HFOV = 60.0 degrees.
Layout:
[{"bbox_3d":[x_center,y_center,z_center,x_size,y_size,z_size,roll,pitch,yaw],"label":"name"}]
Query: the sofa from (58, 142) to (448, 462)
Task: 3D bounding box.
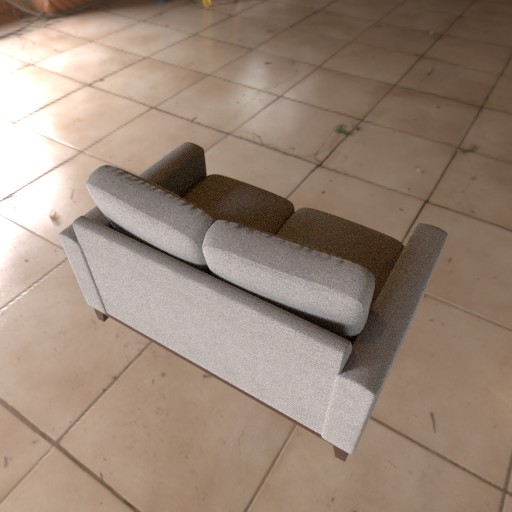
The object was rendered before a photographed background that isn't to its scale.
[{"bbox_3d":[0.000,0.000,1.998,1.420,0.873,0.917,23,50,21],"label":"sofa"}]
